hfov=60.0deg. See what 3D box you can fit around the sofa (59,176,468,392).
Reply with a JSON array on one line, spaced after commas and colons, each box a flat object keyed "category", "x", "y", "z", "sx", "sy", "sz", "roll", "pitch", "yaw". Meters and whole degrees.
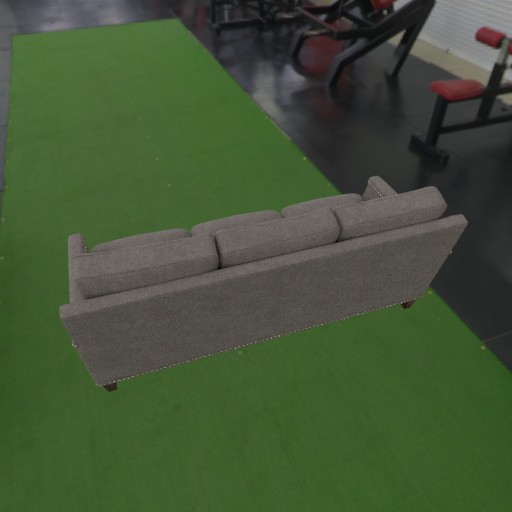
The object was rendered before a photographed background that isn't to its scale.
[{"category": "sofa", "x": 0.000, "y": 0.000, "z": 2.853, "sx": 2.226, "sy": 1.042, "sz": 1.034, "roll": -13, "pitch": 43, "yaw": -14}]
